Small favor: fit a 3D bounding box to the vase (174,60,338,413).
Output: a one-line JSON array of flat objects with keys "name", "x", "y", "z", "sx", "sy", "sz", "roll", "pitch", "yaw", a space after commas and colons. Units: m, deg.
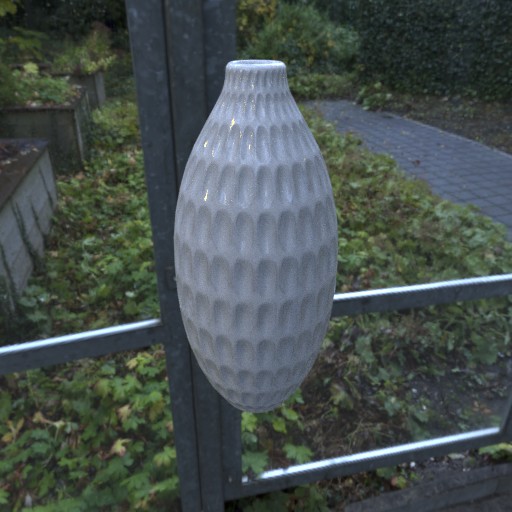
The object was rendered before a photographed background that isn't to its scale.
[{"name": "vase", "x": 0.000, "y": 0.000, "z": 0.351, "sx": 0.127, "sy": 0.282, "sz": 0.127, "roll": 0, "pitch": 28, "yaw": 0}]
